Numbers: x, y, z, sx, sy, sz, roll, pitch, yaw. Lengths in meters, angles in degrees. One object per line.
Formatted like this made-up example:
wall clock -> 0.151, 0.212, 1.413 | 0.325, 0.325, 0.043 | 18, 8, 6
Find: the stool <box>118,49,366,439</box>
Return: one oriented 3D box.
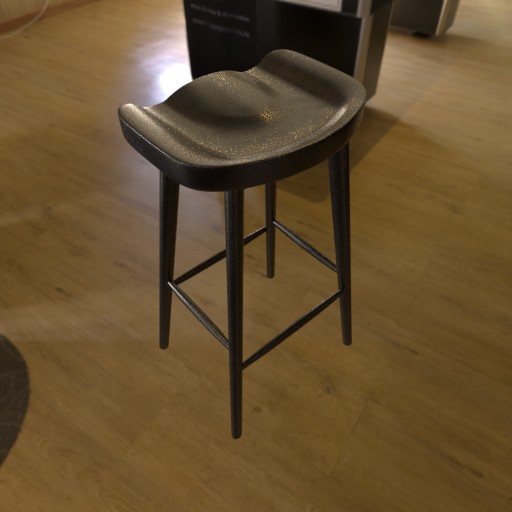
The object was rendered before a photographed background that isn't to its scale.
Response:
stool -> 0.000, 0.000, 1.017 | 0.440, 0.749, 0.361 | -32, 54, -26
